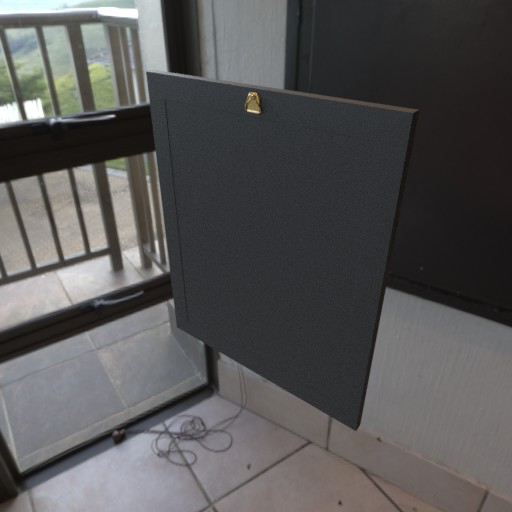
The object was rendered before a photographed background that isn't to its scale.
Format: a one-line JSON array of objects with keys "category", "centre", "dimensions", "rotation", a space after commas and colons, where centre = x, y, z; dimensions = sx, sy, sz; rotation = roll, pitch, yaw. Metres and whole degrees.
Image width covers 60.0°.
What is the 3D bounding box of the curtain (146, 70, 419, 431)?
[{"category": "curtain", "centre": [0.000, 0.000, 0.809], "dimensions": [0.483, 0.585, 0.027], "rotation": [22, 38, 32]}]
